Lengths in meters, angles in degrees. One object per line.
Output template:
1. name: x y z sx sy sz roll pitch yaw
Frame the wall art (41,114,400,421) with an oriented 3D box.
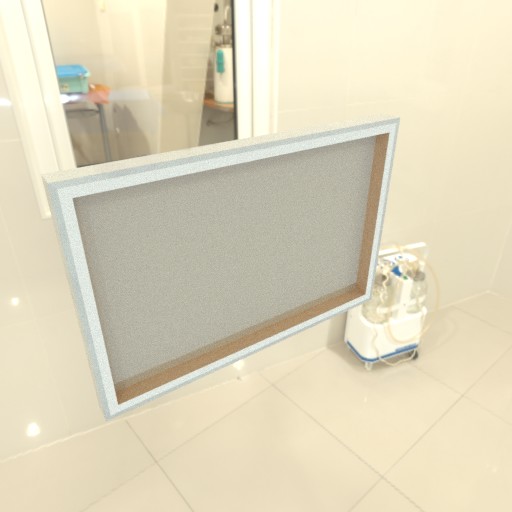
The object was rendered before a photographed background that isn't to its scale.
1. wall art: 0.000 0.000 0.778 0.609 0.407 0.038 -18 35 -29
